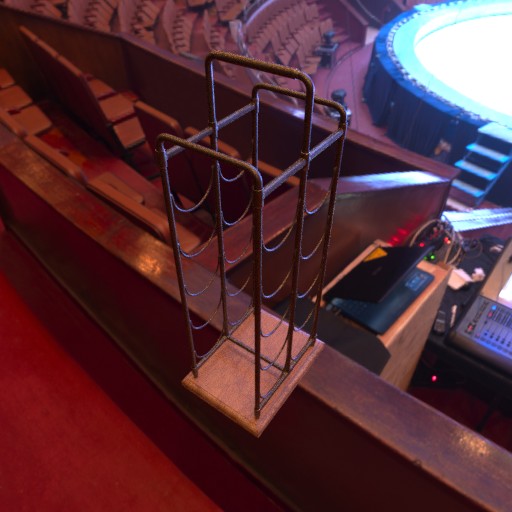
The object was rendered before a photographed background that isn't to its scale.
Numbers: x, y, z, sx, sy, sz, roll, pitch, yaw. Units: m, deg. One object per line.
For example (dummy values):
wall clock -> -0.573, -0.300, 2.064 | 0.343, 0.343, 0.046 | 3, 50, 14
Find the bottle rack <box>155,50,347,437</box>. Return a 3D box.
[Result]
bottle rack -> 0.000, 0.000, 0.799 | 0.208, 0.680, 0.276 | 25, 47, 26
